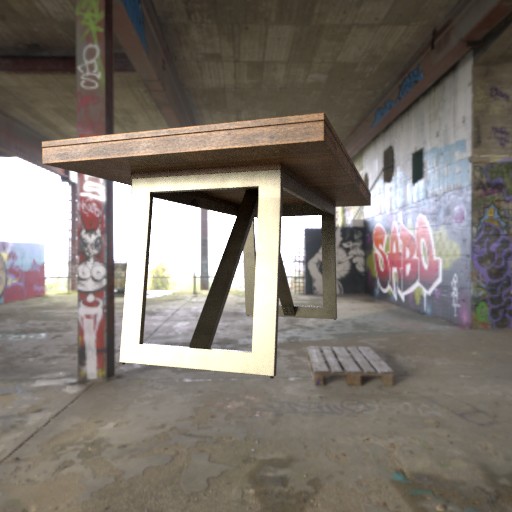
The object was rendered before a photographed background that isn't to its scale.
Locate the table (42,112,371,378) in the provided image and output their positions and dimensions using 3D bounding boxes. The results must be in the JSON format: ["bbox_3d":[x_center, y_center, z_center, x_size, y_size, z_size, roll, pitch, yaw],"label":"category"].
[{"bbox_3d":[0.000,0.000,2.086,0.931,0.757,1.641,0,0,19],"label":"table"}]
